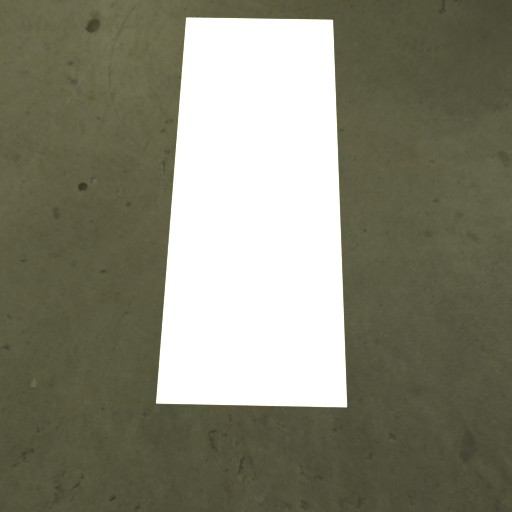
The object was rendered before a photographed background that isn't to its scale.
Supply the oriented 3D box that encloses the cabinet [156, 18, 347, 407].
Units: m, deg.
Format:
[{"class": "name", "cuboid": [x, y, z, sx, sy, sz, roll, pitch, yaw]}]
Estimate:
[{"class": "cabinet", "cuboid": [0.000, 0.000, 1.639, 0.400, 1.190, 1.000, 1, 74, 0]}]
